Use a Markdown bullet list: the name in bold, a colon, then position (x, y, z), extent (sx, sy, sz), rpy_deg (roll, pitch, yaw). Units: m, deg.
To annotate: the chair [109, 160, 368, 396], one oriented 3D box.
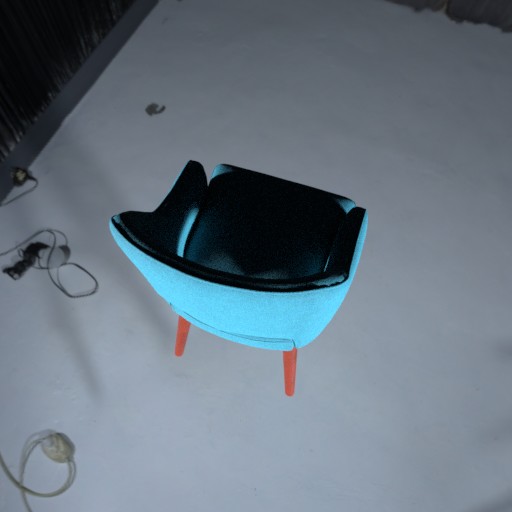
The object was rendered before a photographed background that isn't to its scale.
- **chair**: position (0.000, 0.000, 1.255), extent (0.548, 0.849, 0.605), rpy_deg (17, 63, 9)
